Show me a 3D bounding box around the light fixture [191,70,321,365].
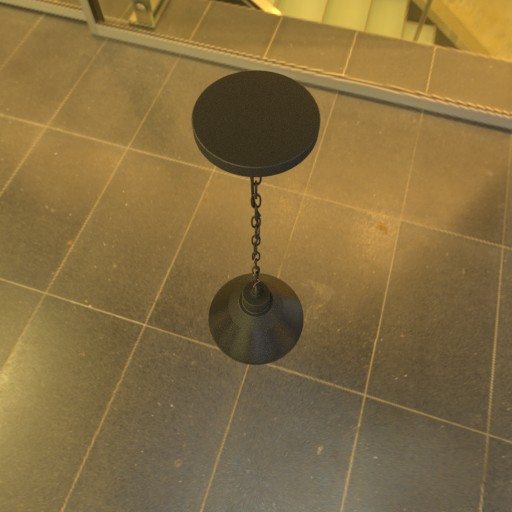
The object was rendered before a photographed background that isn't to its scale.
[{"bbox_3d":[0.000,0.000,0.675,0.201,0.588,0.201,-2,64,-1],"label":"light fixture"}]
